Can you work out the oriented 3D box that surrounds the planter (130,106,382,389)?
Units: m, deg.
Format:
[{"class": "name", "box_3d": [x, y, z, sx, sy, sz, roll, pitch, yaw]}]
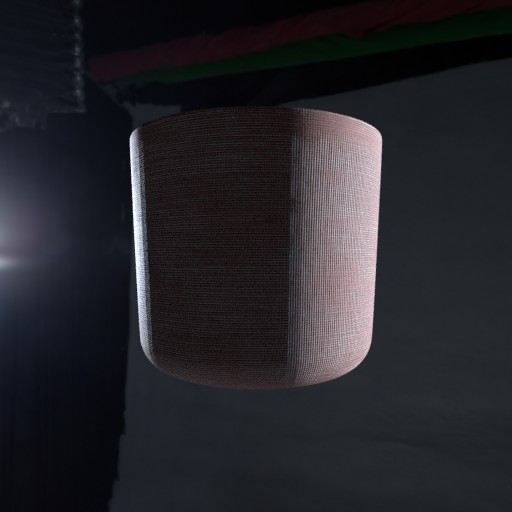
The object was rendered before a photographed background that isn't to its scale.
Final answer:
[{"class": "planter", "box_3d": [0.000, 0.000, 0.805, 0.440, 0.398, 0.440, 0, 0, 0]}]
